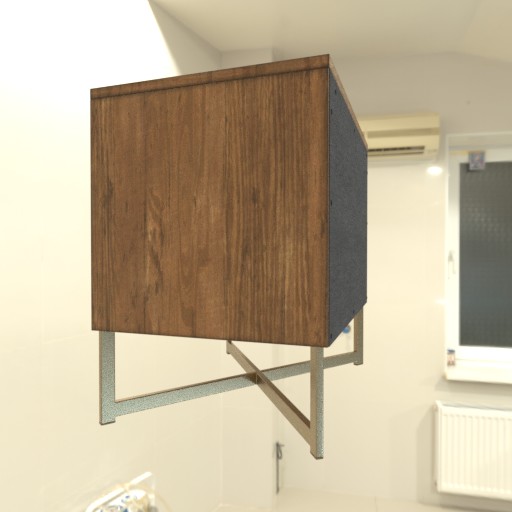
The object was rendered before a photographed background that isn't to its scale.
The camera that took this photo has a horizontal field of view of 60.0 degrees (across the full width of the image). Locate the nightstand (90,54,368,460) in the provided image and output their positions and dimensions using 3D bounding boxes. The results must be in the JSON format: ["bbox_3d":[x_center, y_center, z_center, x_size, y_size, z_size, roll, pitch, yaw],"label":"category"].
[{"bbox_3d":[0.000,0.000,1.021,0.446,0.610,0.610,0,1,19],"label":"nightstand"}]
